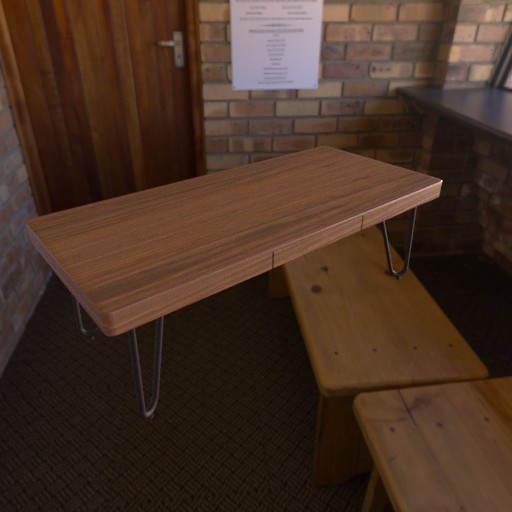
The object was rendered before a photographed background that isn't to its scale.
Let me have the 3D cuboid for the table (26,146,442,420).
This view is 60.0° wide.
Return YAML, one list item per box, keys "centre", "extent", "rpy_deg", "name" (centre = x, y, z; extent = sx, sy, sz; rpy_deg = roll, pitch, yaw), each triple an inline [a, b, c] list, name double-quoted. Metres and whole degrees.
- centre: [0.000, 0.000, 1.675]
  extent: [1.375, 0.468, 0.637]
  rpy_deg: [-22, 36, -33]
  name: "table"
